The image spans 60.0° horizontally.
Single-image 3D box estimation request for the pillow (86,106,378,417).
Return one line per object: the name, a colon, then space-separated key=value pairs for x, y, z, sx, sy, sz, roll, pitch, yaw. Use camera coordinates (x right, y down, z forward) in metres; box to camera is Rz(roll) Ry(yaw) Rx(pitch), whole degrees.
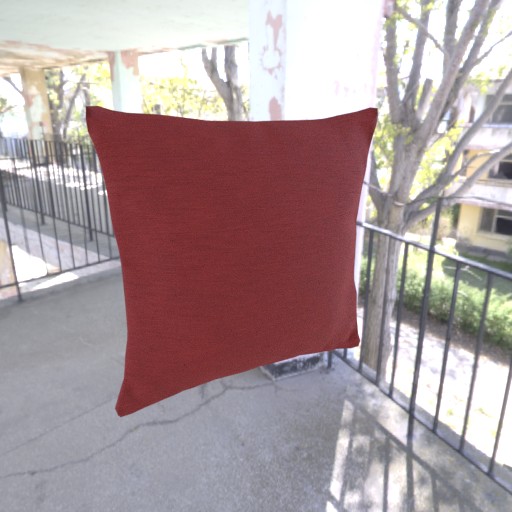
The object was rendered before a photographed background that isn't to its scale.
pillow: x=0.000 y=0.000 z=0.649 sx=0.435 sy=0.416 sz=0.151 roll=-9 pitch=20 yaw=-26
